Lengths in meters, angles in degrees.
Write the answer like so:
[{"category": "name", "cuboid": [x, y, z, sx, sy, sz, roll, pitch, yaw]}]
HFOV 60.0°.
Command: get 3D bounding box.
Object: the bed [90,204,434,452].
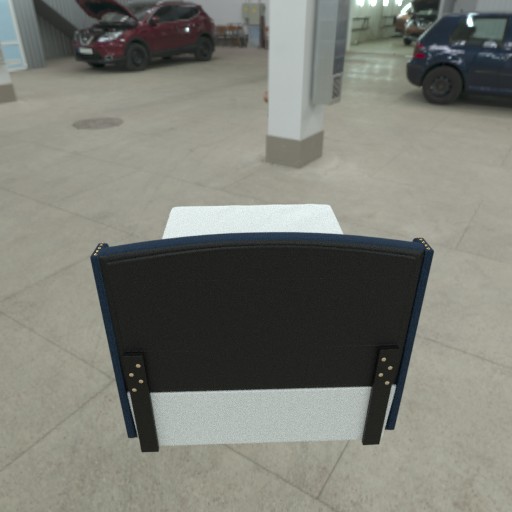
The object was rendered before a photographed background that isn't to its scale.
[{"category": "bed", "cuboid": [0.000, 0.000, 3.276, 1.604, 1.402, 2.223, -1, 30, -2]}]
